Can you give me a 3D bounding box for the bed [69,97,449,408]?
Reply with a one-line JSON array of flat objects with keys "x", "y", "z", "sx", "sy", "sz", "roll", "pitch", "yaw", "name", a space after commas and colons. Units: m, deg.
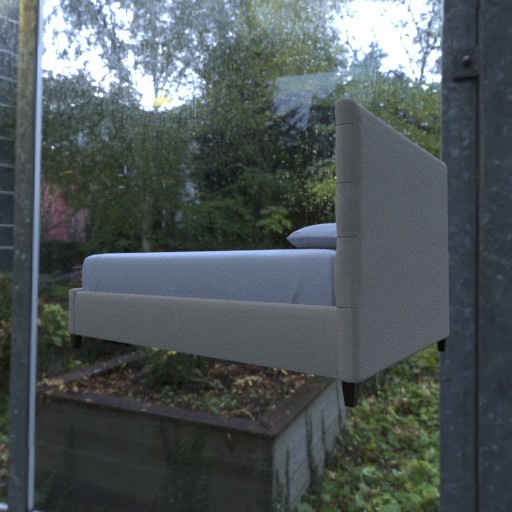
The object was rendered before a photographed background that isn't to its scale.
[{"x": 0.000, "y": 0.000, "z": 3.379, "sx": 2.387, "sy": 1.427, "sz": 1.698, "roll": -1, "pitch": -1, "yaw": 37, "name": "bed"}]
